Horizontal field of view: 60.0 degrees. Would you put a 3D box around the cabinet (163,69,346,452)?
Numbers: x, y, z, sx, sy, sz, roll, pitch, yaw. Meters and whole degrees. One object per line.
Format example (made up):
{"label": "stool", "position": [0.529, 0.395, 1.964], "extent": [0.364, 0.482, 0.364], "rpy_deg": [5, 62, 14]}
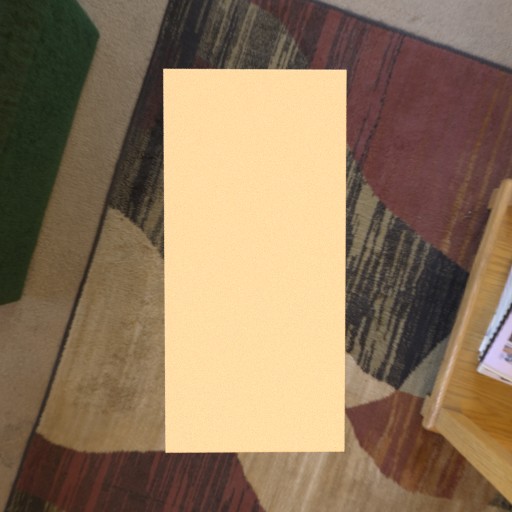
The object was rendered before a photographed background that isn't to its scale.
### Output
{"label": "cabinet", "position": [0.000, 0.000, 1.102], "extent": [0.296, 0.815, 0.600], "rpy_deg": [0, 92, -1]}
